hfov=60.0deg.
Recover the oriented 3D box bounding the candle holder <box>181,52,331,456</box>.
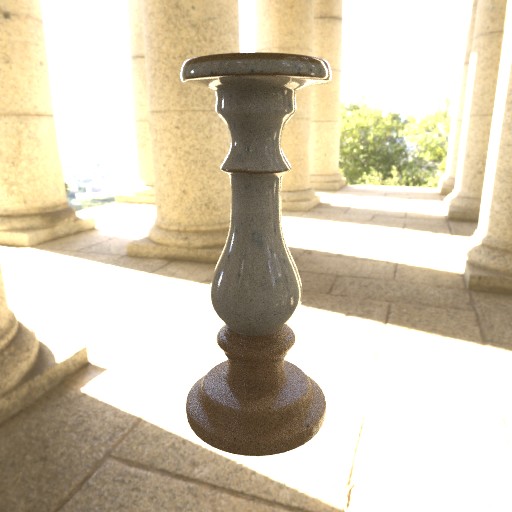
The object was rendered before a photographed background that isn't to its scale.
[{"bbox_3d":[0.000,0.000,0.253,0.088,0.203,0.088,0,16,0],"label":"candle holder"}]
